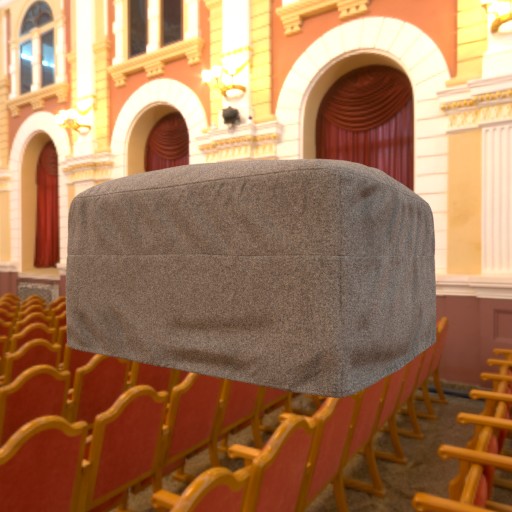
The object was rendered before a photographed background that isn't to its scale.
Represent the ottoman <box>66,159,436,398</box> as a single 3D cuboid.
[{"bbox_3d":[0.000,0.000,1.224,0.837,0.481,0.683,0,1,34],"label":"ottoman"}]
